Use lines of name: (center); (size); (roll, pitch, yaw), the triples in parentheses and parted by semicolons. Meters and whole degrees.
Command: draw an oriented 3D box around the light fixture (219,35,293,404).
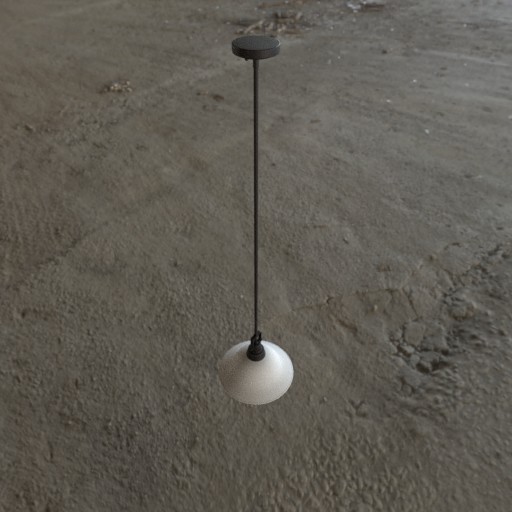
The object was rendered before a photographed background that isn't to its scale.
light fixture: (0.000, 0.000, 1.480); (0.324, 1.337, 0.324); (27, 48, 27)
